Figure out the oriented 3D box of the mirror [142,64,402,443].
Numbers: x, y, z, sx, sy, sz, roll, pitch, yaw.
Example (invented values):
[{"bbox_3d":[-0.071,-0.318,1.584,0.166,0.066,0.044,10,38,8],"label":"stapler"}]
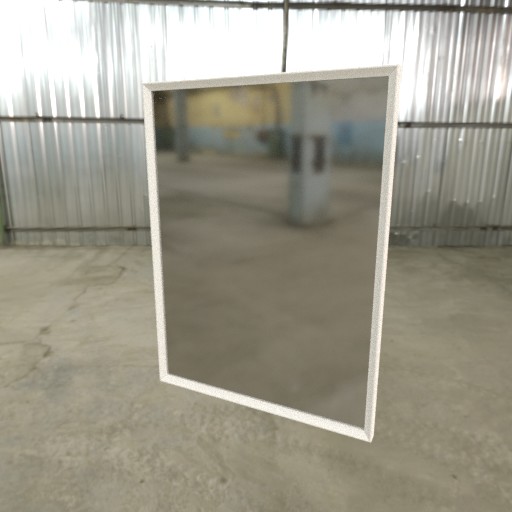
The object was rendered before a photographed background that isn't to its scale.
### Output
[{"bbox_3d":[0.000,0.000,1.335,0.762,1.016,0.041,7,16,26],"label":"mirror"}]
